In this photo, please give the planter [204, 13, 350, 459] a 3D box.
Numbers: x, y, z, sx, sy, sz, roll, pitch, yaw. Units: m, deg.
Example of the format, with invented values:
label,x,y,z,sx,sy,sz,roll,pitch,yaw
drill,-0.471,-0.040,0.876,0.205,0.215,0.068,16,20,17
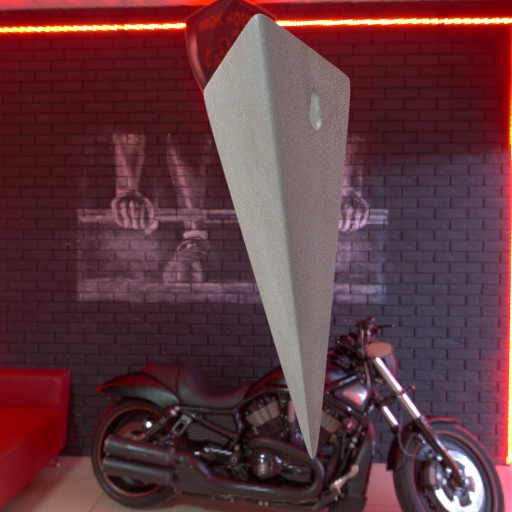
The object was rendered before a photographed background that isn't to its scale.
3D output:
label,x,y,z,sx,sy,sz,roll,pitch,yaw
planter,0.000,0.000,0.154,0.047,0.130,0.058,1,2,35
